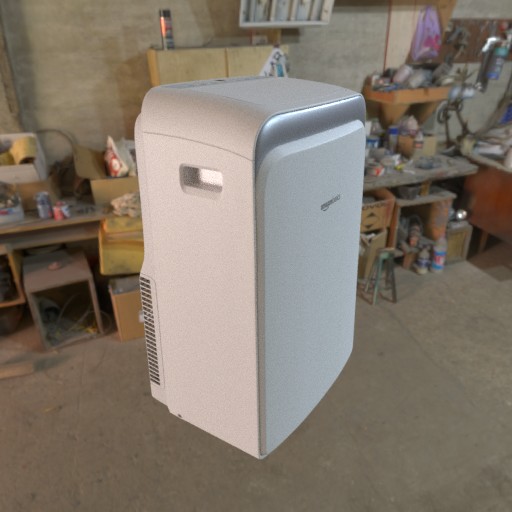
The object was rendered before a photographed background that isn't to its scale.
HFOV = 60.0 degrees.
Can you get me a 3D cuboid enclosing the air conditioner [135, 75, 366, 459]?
[{"bbox_3d":[0.000,0.000,0.958,0.365,0.700,0.454,17,31,31],"label":"air conditioner"}]
